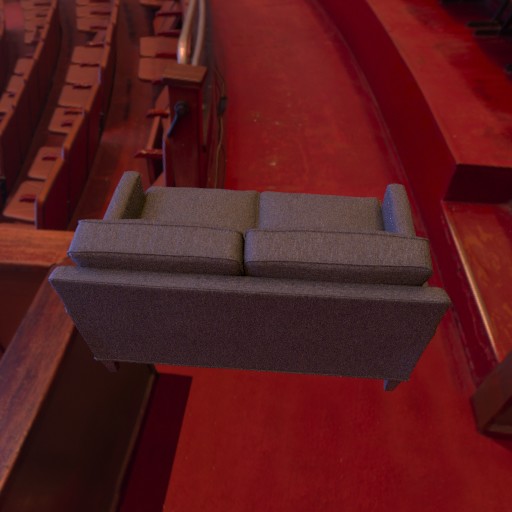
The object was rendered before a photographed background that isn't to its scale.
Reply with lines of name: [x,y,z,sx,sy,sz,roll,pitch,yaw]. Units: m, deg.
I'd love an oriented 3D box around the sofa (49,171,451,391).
sofa: [0.000,0.000,2.253,1.597,1.003,1.084,3,46,3]
